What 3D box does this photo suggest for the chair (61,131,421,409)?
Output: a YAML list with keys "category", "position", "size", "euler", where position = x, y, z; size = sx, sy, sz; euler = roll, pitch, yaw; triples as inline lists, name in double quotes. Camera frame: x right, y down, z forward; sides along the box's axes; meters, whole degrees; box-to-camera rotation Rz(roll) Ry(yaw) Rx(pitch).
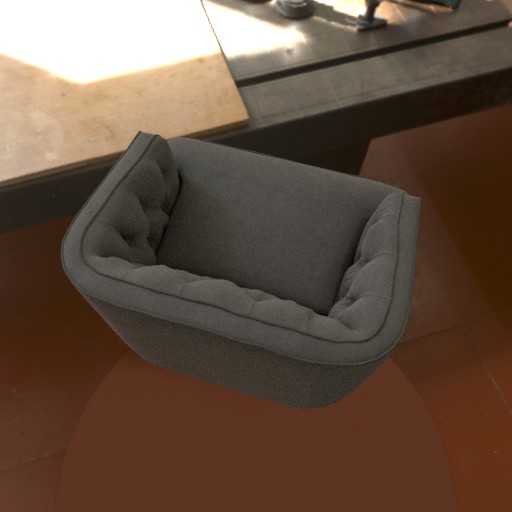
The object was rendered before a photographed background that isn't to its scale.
- category: "chair"
  position: [0.000, 0.000, 1.741]
  size: [1.104, 0.852, 0.941]
  euler: [15, 64, 8]
